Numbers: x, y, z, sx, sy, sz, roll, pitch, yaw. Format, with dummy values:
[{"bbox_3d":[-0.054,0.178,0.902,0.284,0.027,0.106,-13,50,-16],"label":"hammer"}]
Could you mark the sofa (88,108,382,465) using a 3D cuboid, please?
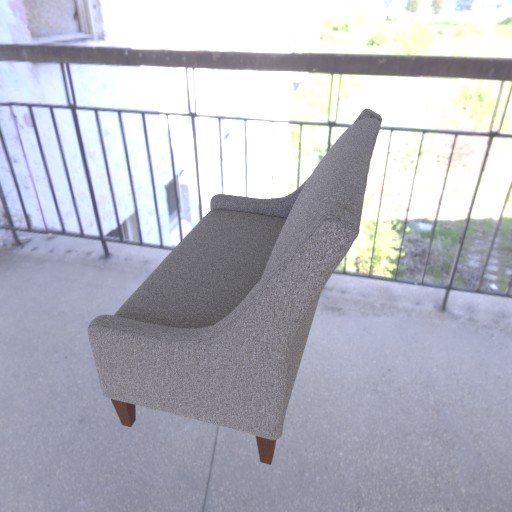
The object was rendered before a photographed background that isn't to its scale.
[{"bbox_3d":[0.000,0.000,1.888,0.862,1.026,1.242,9,32,14],"label":"sofa"}]
